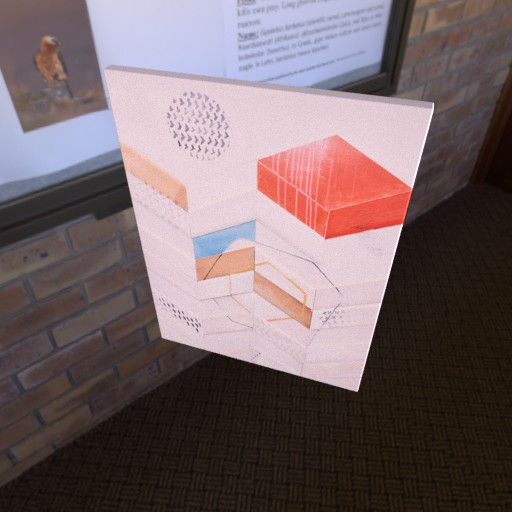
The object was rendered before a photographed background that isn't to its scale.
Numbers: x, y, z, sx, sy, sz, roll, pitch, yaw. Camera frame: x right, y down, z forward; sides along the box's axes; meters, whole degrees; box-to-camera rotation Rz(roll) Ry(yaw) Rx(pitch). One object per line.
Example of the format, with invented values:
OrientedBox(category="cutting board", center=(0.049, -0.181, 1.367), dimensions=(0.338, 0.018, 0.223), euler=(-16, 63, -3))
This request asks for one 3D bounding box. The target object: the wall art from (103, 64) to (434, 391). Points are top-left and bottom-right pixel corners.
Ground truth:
OrientedBox(category="wall art", center=(0.000, 0.000, 1.318), dimensions=(0.759, 1.014, 0.045), euler=(12, 42, 14))
